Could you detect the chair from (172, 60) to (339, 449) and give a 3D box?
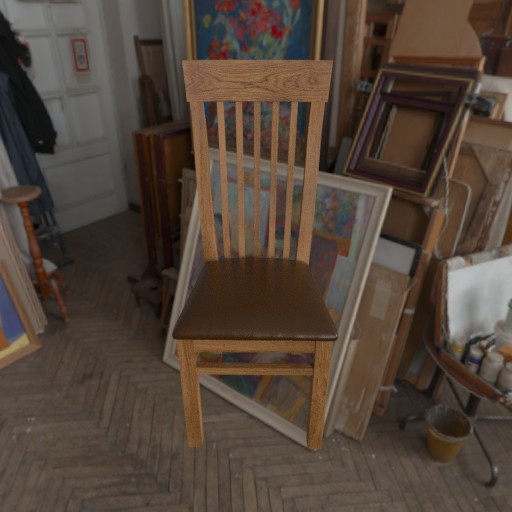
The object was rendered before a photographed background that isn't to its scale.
[{"bbox_3d":[0.000,0.000,1.349,0.450,1.050,0.580,0,29,1],"label":"chair"}]
